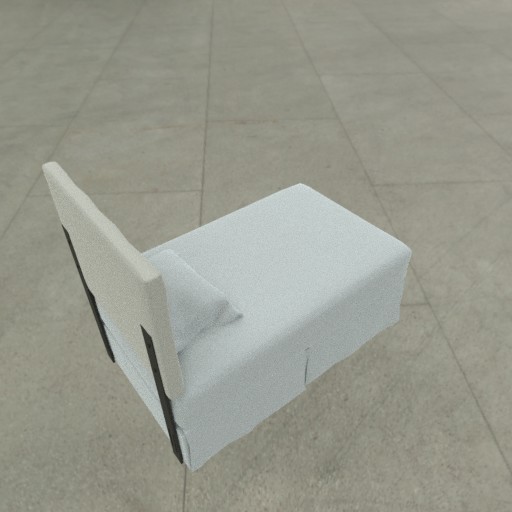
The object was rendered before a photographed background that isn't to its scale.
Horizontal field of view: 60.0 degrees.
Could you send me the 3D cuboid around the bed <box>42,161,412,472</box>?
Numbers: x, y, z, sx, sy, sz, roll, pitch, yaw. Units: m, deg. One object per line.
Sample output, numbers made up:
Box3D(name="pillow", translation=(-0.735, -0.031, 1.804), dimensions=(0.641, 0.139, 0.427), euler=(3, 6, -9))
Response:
Box3D(name="bed", translation=(0.000, 0.000, 2.942), dimensions=(1.997, 1.571, 1.261), euler=(-28, 48, -28))
